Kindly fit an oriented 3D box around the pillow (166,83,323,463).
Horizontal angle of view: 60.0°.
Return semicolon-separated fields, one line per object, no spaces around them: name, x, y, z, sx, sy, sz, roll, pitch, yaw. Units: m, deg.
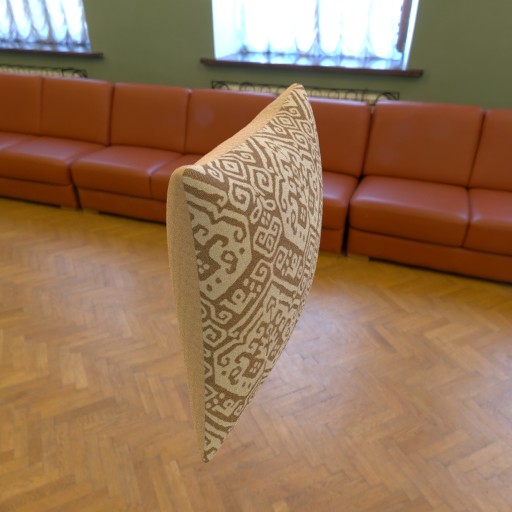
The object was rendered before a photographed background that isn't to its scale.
pillow;0.000;0.000;0.647;0.173;0.407;0.419;10;33;16
